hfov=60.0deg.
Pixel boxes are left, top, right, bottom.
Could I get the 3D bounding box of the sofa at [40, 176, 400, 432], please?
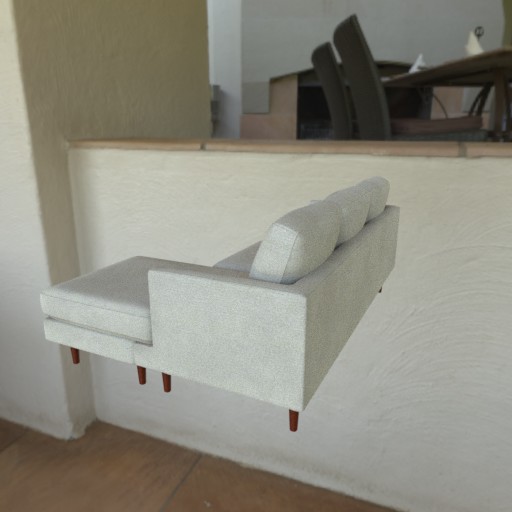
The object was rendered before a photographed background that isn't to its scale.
[{"bbox_3d":[0.000,0.000,2.986,1.504,0.956,2.233,8,18,25],"label":"sofa"}]
